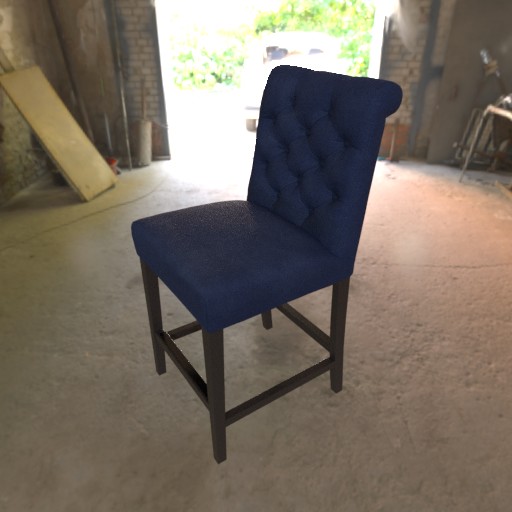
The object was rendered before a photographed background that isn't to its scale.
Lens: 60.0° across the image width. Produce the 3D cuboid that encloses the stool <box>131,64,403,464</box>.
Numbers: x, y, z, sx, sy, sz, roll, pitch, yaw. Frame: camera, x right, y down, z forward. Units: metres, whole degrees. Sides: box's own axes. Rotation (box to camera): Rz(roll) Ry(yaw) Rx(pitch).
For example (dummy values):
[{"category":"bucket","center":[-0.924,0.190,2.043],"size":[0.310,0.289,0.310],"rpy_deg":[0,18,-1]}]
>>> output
[{"category":"stool","center":[0.000,0.000,1.345],"size":[0.601,1.010,0.493],"rpy_deg":[-19,35,-29]}]
